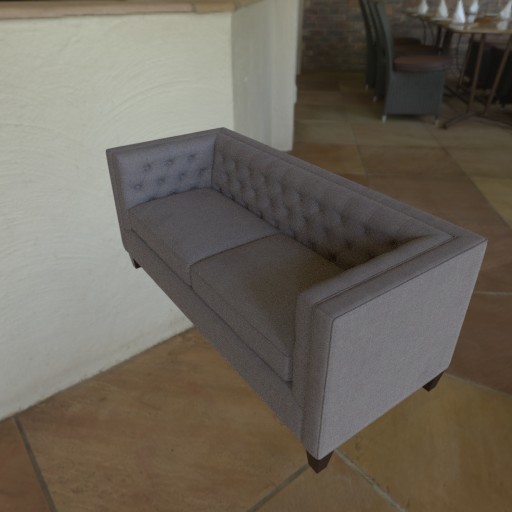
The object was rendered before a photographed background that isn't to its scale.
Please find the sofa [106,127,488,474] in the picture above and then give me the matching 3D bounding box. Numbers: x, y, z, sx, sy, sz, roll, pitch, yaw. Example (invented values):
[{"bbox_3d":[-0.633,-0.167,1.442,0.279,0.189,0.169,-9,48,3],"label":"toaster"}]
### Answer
[{"bbox_3d":[0.000,0.000,2.188,0.775,0.762,1.778,-21,37,-30],"label":"sofa"}]
